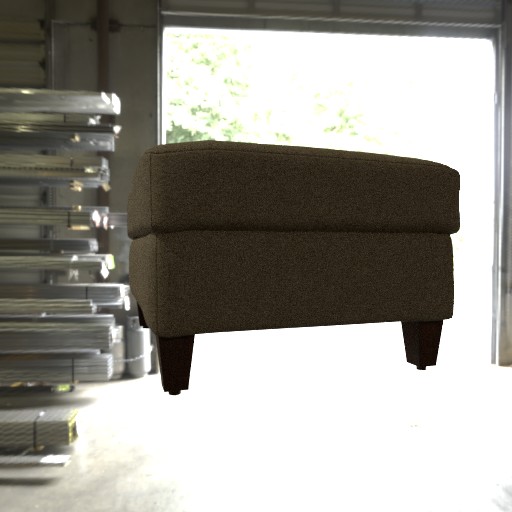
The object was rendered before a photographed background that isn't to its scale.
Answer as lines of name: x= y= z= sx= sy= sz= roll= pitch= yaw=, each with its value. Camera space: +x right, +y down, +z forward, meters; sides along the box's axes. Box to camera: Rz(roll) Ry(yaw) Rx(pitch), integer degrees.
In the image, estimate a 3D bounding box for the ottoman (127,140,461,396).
ottoman: x=0.000 y=0.000 z=1.274 sx=0.692 sy=0.511 sz=0.889 roll=0 pitch=1 yaw=-18
